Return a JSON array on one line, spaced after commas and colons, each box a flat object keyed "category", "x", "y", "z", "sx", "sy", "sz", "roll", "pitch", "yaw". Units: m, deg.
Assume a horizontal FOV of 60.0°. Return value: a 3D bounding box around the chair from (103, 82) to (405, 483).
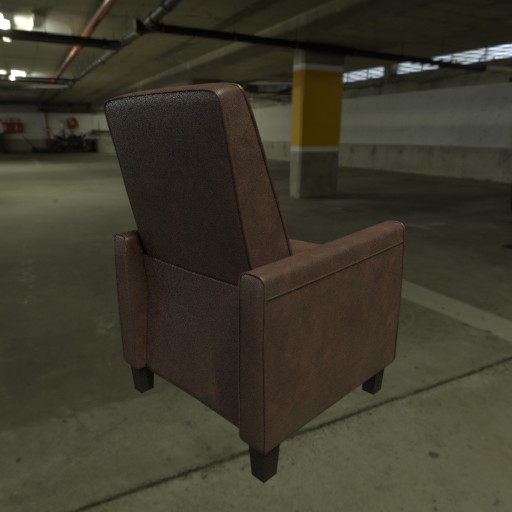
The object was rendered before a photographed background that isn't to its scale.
[{"category": "chair", "x": 0.000, "y": 0.000, "z": 1.475, "sx": 0.705, "sy": 1.013, "sz": 0.746, "roll": 15, "pitch": 21, "yaw": 43}]
